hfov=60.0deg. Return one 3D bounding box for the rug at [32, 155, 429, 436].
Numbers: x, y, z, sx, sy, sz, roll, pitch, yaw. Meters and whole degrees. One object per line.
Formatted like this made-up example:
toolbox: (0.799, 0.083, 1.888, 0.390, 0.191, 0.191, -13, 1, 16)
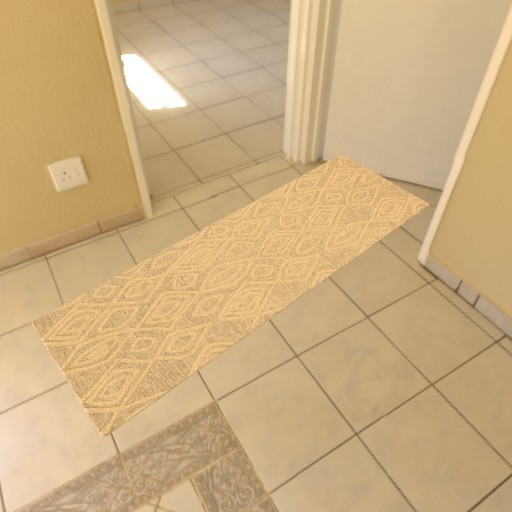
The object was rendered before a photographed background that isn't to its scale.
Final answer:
rug: (0.000, 0.000, 2.671, 2.436, 0.013, 0.807, -32, 54, -27)
